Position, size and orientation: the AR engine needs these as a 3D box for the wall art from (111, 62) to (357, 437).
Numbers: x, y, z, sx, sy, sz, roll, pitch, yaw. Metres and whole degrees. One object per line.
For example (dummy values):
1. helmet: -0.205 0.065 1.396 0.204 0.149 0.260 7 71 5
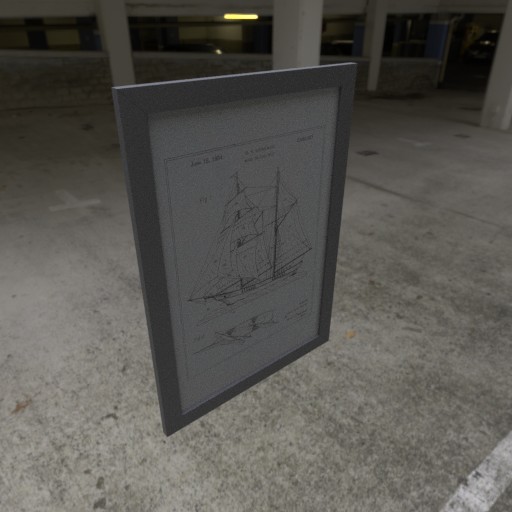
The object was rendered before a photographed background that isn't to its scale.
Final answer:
1. wall art: 0.000 0.000 0.694 0.380 0.534 0.013 -22 36 -33
